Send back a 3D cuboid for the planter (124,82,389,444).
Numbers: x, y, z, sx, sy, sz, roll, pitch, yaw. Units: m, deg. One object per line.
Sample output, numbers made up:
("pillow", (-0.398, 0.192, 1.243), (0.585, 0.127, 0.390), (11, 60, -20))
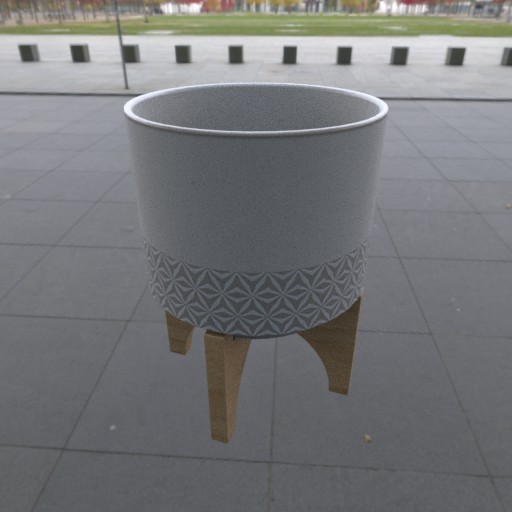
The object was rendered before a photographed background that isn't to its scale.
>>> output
("planter", (0.000, 0.000, 0.388), (0.188, 0.260, 0.188), (0, 29, 0))
